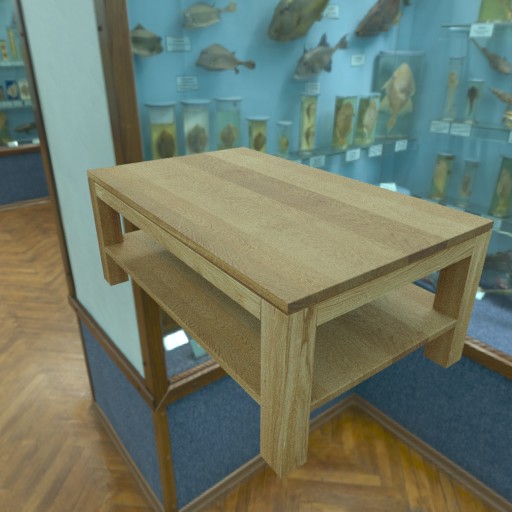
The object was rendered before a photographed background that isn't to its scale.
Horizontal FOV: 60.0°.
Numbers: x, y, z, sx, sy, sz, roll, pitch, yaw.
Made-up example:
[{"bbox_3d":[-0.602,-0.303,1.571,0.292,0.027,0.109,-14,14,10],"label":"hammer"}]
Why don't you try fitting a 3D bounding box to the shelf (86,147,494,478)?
[{"bbox_3d":[0.000,0.000,1.484,0.700,0.450,1.150,-17,30,-32],"label":"shelf"}]
